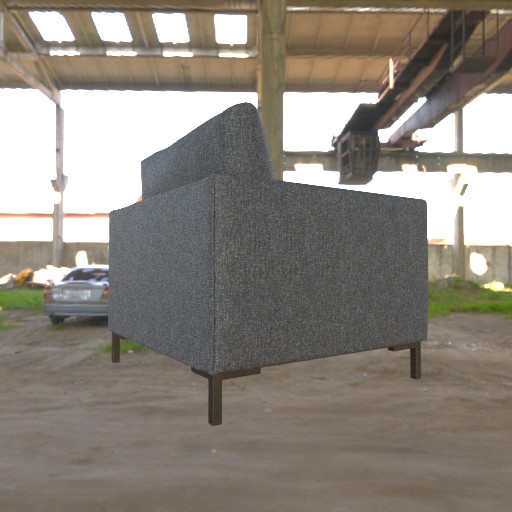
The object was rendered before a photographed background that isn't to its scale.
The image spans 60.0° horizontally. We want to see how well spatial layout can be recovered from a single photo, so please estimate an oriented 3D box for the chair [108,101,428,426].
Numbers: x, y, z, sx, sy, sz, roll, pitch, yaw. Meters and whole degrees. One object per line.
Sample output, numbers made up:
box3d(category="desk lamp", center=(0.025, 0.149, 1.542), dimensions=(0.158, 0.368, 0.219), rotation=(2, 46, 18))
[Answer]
box3d(category="chair", center=(0.000, 0.000, 1.695), dimensions=(0.866, 0.861, 0.963), rotation=(1, -1, -34))
